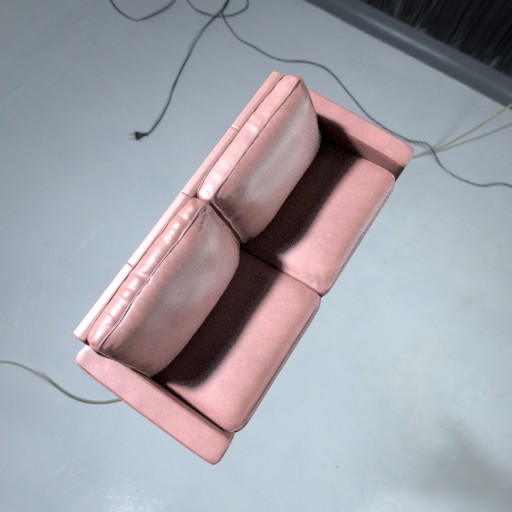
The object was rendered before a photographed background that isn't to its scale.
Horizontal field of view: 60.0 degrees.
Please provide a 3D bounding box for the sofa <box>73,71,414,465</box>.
[{"bbox_3d":[0.000,0.000,2.566,0.940,0.919,2.080,33,77,8],"label":"sofa"}]
